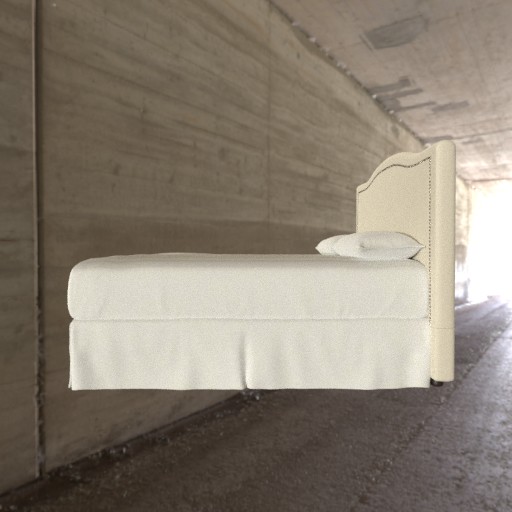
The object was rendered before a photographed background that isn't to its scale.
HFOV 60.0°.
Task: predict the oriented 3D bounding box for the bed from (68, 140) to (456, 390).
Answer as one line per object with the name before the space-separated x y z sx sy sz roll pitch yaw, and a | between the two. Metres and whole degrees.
bed | 0.000 0.000 3.239 2.143 1.460 1.753 0 1 -1
